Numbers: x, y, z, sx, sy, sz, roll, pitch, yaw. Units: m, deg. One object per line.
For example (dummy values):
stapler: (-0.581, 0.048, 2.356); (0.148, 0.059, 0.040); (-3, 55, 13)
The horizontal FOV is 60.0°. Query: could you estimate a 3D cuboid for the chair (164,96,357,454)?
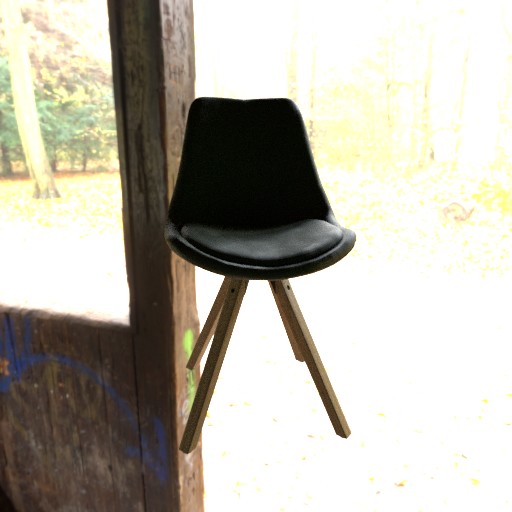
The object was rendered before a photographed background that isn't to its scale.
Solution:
chair: (0.000, 0.000, 1.208); (0.483, 0.865, 0.547); (-2, 15, -8)
